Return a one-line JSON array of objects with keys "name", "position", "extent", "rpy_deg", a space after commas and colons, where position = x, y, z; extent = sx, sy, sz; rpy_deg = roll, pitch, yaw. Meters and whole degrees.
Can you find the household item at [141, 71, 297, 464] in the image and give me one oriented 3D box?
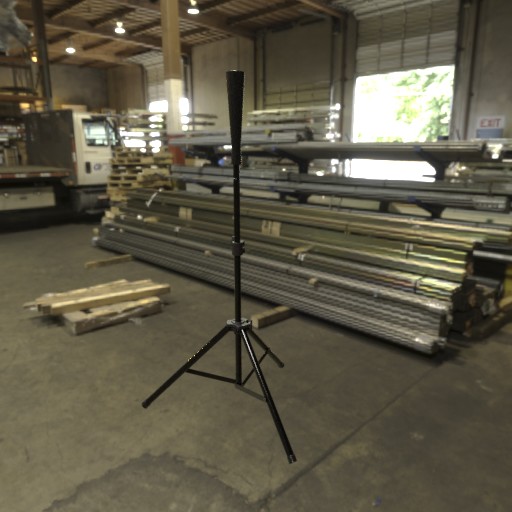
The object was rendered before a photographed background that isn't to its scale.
[{"name": "household item", "position": [0.000, 0.000, 1.379], "extent": [0.559, 1.067, 0.559], "rpy_deg": [14, 20, 43]}]
